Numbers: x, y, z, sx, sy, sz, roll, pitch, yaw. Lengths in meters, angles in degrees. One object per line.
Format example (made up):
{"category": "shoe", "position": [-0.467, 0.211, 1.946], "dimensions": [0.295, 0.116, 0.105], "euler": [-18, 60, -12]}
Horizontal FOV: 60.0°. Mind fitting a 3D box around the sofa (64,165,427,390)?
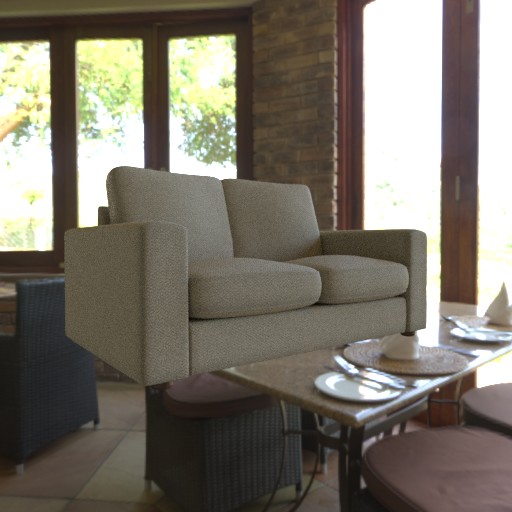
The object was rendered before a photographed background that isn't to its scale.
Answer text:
{"category": "sofa", "position": [0.000, 0.000, 2.265], "dimensions": [1.616, 0.873, 1.016], "euler": [-1, 2, -37]}
